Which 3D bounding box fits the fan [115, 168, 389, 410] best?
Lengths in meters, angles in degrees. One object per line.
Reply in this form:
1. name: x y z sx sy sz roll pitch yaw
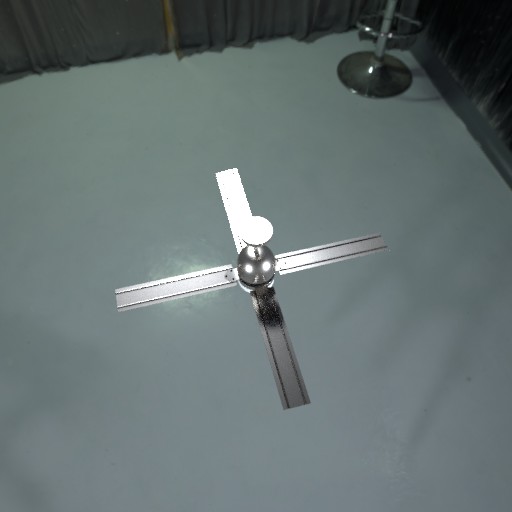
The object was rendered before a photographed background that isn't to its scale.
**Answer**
1. fan: 0.000 0.000 2.054 1.346 0.406 1.346 -14 58 -9
